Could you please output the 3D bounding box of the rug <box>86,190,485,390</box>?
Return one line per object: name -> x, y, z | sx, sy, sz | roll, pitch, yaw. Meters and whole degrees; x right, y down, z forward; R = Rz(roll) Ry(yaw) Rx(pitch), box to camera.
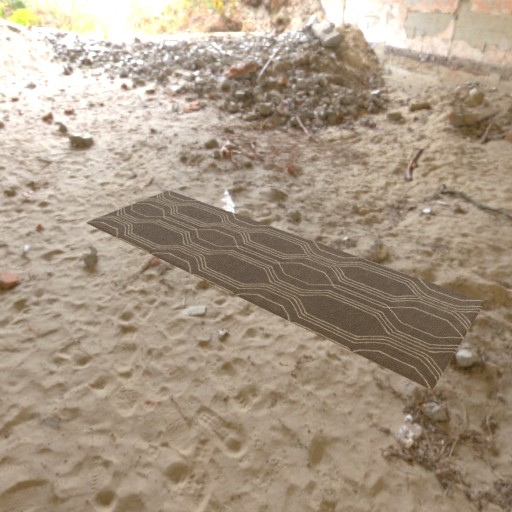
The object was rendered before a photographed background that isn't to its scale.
rug -> 0.000, 0.000, 2.727 | 2.464, 0.012, 0.773 | 22, 37, 33
